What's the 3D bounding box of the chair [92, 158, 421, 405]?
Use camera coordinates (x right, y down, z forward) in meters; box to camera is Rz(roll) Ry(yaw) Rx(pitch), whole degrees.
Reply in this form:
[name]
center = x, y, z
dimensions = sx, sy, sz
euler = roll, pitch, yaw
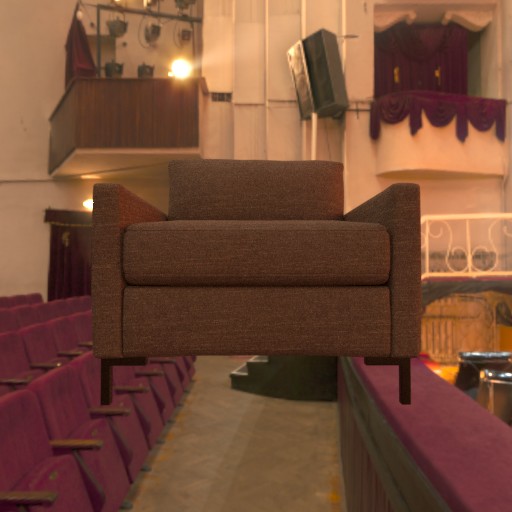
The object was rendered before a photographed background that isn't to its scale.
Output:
[chair]
center = 0.000, 0.000, 1.616
dimensions = 0.940, 0.841, 0.845
euler = 0, -2, 0
